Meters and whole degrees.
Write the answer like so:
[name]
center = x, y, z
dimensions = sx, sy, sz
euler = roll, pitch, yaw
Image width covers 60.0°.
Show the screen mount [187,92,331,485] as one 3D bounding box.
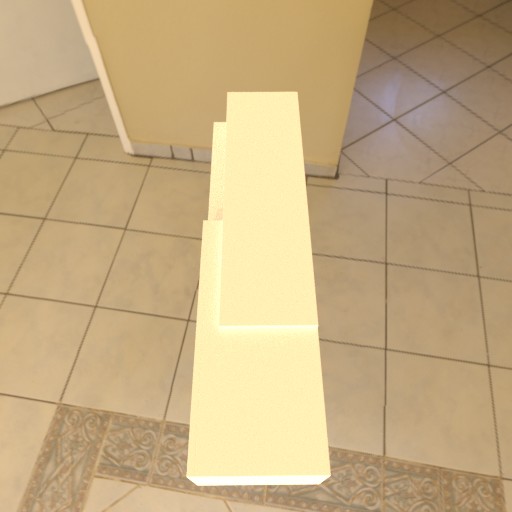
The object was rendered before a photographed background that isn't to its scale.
[screen mount]
center = 0.000, 0.000, 1.850
dimensions = 0.420, 0.320, 1.680
euler = 0, 58, 0
